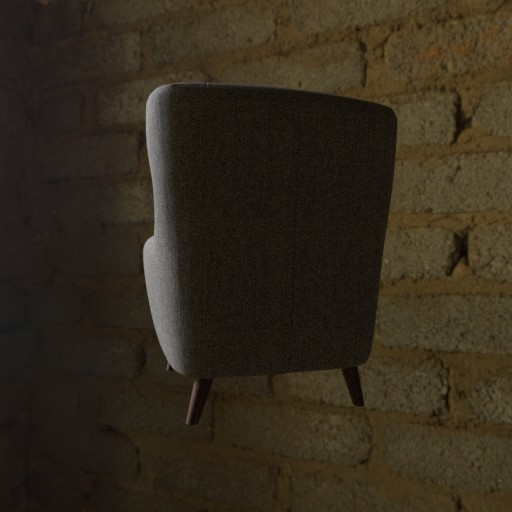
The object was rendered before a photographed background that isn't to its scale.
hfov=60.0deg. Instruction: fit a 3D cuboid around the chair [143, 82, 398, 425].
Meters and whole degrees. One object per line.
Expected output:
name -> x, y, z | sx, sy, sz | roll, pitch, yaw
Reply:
chair -> 0.000, 0.000, 1.775 | 0.878, 1.063, 0.904 | 0, 0, -17
